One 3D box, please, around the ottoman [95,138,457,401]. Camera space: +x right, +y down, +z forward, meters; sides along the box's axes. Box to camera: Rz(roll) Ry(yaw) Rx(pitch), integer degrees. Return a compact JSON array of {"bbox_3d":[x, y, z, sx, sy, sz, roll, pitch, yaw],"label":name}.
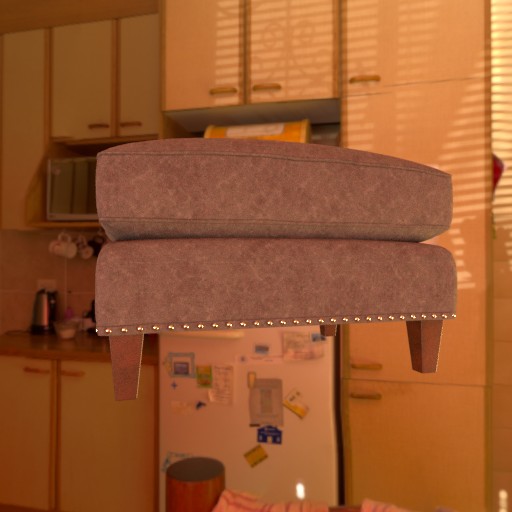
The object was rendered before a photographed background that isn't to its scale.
[{"bbox_3d":[0.000,0.000,1.120,0.741,0.513,0.584,0,0,-17],"label":"ottoman"}]
